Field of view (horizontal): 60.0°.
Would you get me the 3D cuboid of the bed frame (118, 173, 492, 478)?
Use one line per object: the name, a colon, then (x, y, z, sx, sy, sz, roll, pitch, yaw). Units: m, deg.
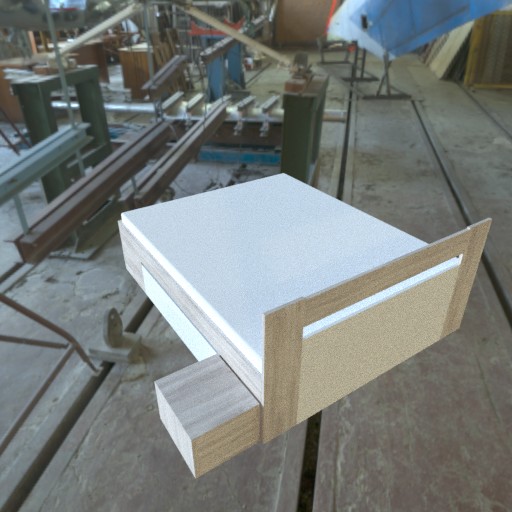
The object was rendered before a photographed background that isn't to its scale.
bed frame: (0.000, 0.000, 3.122, 2.040, 0.860, 2.050, -19, 36, -28)
